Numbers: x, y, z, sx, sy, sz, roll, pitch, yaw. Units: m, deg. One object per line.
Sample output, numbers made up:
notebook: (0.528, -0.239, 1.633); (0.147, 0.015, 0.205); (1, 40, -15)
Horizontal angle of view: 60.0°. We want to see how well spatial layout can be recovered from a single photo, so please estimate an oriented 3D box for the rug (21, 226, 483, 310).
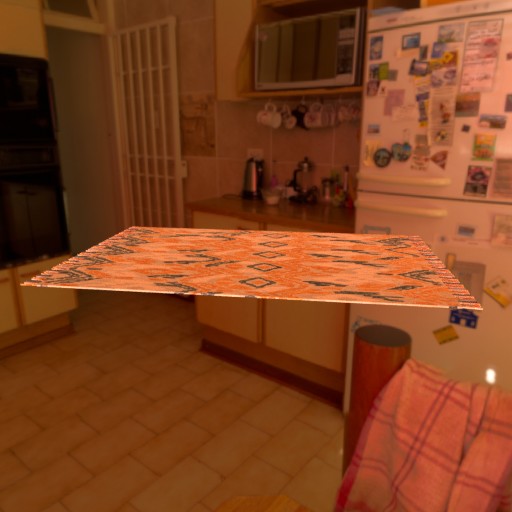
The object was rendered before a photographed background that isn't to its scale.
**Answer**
rug: (0.000, 0.000, 3.013); (2.428, 0.010, 1.533); (2, 16, 8)
